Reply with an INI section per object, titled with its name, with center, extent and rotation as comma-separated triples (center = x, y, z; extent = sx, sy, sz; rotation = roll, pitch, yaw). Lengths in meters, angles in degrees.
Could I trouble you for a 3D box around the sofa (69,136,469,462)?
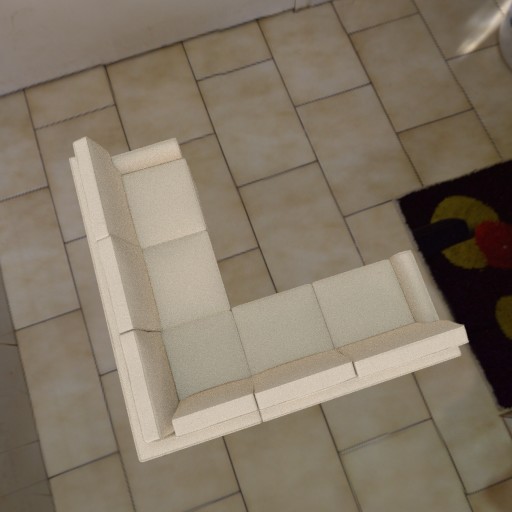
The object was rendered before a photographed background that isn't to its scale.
[sofa]
center = 0.000, 0.000, 3.893
extent = 2.591, 1.070, 2.597
rotation = -17, 76, -4
